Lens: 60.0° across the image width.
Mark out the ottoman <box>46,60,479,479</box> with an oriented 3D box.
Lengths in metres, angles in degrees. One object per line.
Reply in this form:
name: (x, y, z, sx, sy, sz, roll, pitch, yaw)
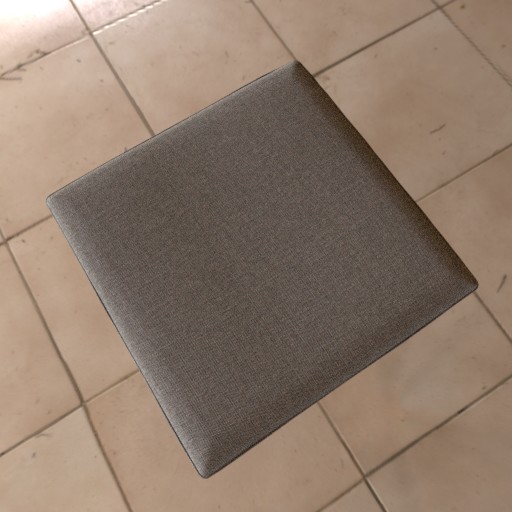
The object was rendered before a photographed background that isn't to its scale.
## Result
ottoman: (0.000, 0.000, 1.555, 1.023, 0.423, 1.017, -32, 76, -9)
